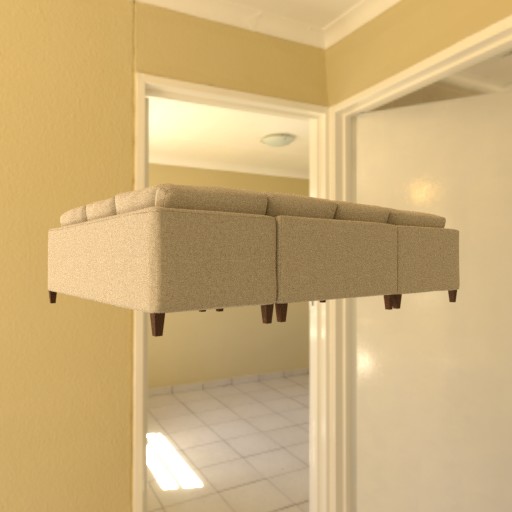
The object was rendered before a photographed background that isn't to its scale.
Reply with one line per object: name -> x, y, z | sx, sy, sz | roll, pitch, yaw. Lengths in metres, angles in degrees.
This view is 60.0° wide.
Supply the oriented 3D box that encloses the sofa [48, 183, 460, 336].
sofa -> 0.000, 0.000, 4.573 | 3.460, 0.959, 2.593 | 0, -1, -38
